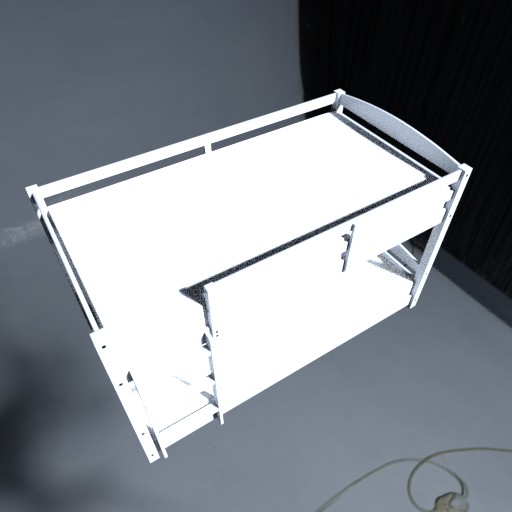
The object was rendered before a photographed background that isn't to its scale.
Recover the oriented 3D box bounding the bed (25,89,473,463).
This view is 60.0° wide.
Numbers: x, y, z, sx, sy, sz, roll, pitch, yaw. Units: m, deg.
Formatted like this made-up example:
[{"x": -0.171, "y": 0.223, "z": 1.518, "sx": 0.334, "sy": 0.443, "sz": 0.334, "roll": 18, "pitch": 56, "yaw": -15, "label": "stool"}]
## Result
[{"x": 0.000, "y": 0.000, "z": 2.644, "sx": 2.013, "sy": 1.206, "sz": 1.105, "roll": -24, "pitch": 51, "yaw": -22, "label": "bed"}]
